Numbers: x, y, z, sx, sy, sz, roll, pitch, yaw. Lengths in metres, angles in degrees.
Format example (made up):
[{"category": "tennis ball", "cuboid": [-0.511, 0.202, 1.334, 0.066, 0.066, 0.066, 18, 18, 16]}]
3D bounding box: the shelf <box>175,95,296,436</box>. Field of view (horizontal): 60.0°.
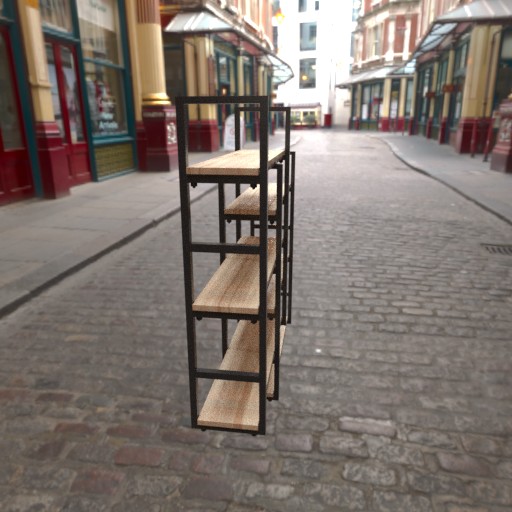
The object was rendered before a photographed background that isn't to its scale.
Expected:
[{"category": "shelf", "cuboid": [0.000, 0.000, 1.429, 0.183, 0.921, 0.946, 2, 17, 8]}]
